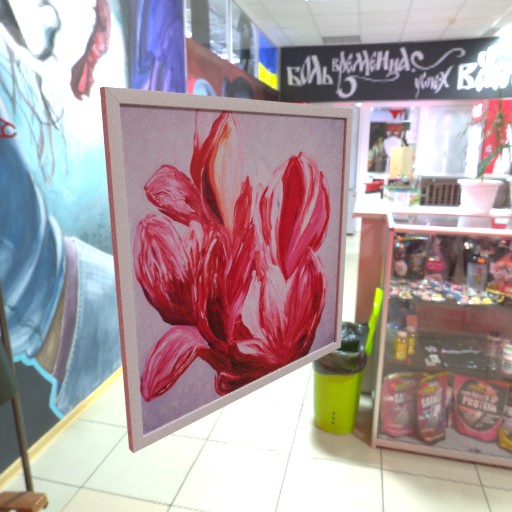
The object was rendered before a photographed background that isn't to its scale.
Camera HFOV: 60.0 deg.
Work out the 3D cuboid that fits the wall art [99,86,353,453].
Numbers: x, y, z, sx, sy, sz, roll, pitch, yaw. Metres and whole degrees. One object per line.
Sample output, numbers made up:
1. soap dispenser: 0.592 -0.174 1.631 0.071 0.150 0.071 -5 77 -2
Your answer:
1. wall art: 0.000 0.000 1.208 0.805 0.803 0.022 -13 19 -42
